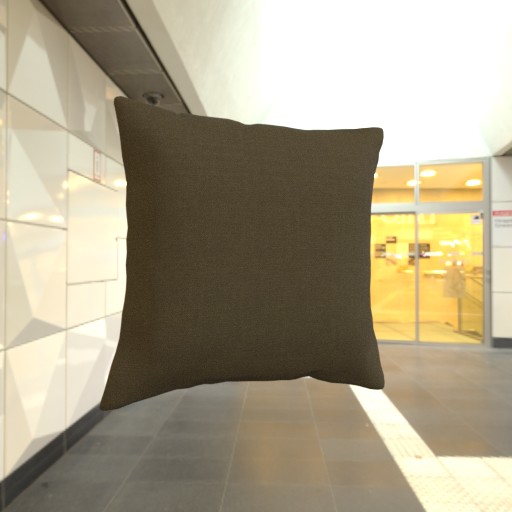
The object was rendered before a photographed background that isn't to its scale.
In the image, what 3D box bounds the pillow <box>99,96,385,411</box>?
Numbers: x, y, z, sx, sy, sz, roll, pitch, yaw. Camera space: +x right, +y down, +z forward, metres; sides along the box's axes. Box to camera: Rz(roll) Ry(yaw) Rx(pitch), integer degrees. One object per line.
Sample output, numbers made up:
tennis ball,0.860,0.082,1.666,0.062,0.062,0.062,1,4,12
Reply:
pillow,0.000,0.000,0.656,0.436,0.430,0.138,0,-1,-17
